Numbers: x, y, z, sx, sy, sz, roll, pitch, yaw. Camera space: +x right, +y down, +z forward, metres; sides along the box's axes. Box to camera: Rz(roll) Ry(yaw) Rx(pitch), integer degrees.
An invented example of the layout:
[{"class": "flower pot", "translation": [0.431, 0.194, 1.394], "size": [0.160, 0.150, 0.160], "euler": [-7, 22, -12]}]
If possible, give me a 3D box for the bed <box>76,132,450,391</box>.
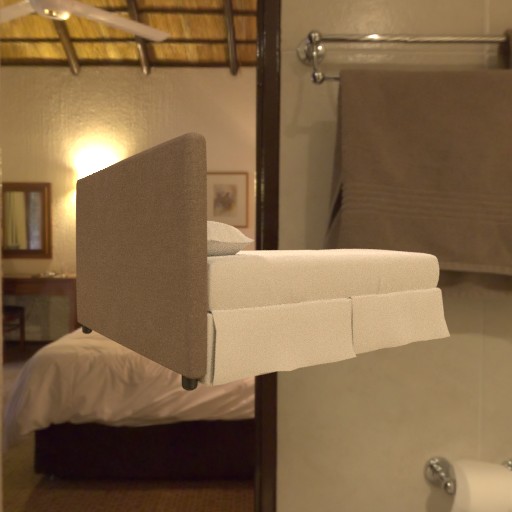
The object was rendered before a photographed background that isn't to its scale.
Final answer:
[{"class": "bed", "translation": [0.000, 0.000, 3.656], "size": [2.341, 1.317, 2.119], "euler": [-1, 2, -37]}]
